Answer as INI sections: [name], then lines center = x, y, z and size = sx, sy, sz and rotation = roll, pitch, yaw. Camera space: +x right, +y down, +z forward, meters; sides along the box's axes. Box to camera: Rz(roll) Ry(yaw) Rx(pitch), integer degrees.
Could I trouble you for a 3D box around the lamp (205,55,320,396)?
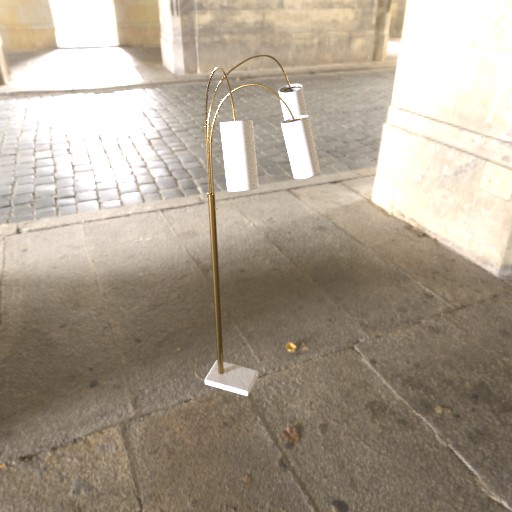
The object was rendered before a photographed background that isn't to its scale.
[lamp]
center = 0.000, 0.000, 2.534
size = 0.667, 2.055, 1.020
rotation = 10, 32, 17
